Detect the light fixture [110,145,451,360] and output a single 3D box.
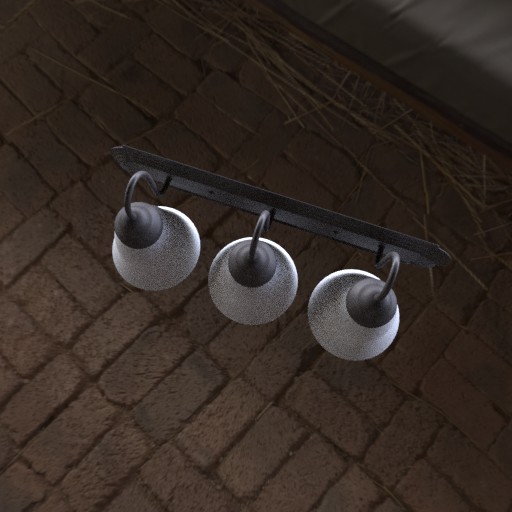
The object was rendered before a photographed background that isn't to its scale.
[{"bbox_3d":[0.000,0.000,0.714,0.610,0.222,0.199,18,76,5],"label":"light fixture"}]
